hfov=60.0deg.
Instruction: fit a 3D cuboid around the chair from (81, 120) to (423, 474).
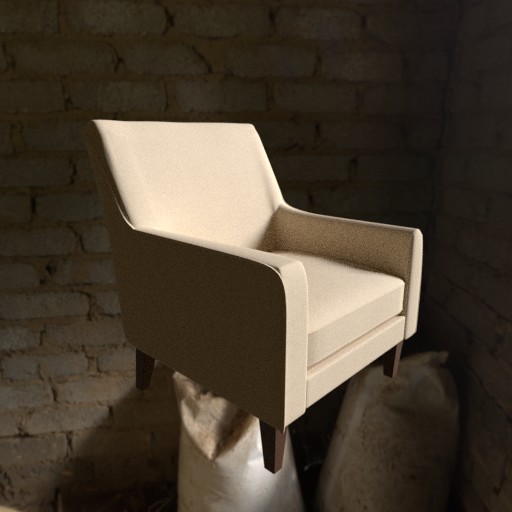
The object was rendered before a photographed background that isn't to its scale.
[{"bbox_3d":[0.000,0.000,1.558,0.899,0.919,0.780,14,20,41],"label":"chair"}]
